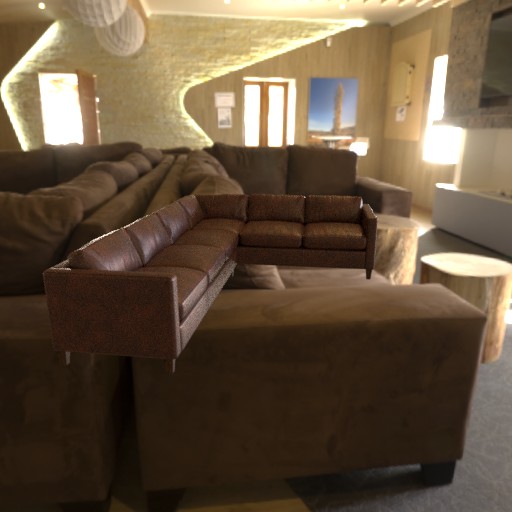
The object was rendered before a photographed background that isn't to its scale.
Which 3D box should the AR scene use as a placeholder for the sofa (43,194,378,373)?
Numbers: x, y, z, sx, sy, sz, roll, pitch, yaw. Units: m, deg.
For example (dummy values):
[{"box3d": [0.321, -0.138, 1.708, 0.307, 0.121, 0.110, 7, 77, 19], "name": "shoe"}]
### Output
[{"box3d": [0.000, 0.000, 4.338, 2.438, 0.836, 3.152, 2, 16, 8], "name": "sofa"}]
